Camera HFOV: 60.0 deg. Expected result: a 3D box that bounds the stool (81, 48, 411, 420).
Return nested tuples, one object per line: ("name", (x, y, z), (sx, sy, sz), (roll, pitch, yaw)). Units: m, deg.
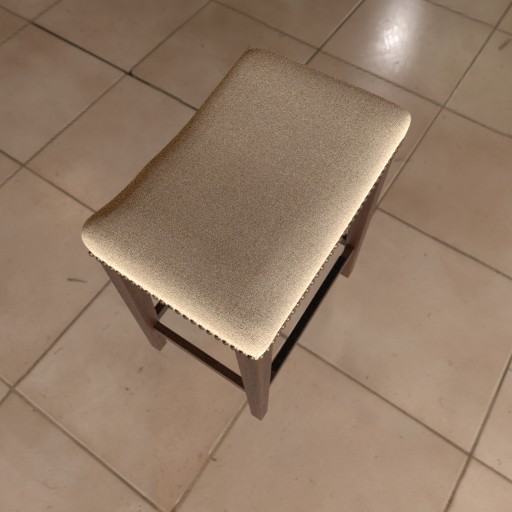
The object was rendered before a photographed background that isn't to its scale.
("stool", (0.000, 0.000, 0.984), (0.363, 0.669, 0.509), (30, 68, 14))
